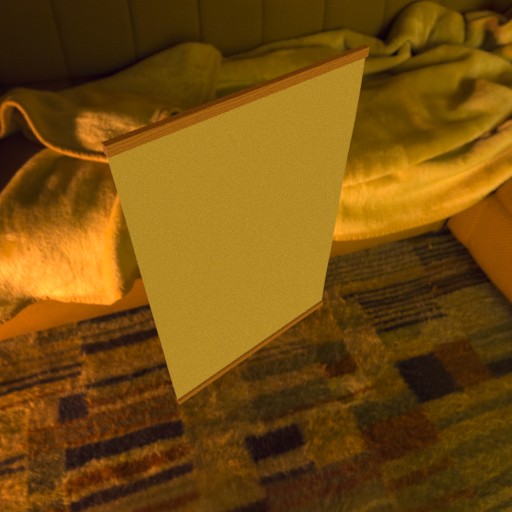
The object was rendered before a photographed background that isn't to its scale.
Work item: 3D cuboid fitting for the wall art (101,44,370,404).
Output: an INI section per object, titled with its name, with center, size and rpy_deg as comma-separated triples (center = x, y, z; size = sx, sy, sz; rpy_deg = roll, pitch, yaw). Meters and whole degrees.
[wall art]
center = 0.000, 0.000, 1.920
size = 1.011, 1.521, 0.025
rpy_deg = -30, 54, -25
